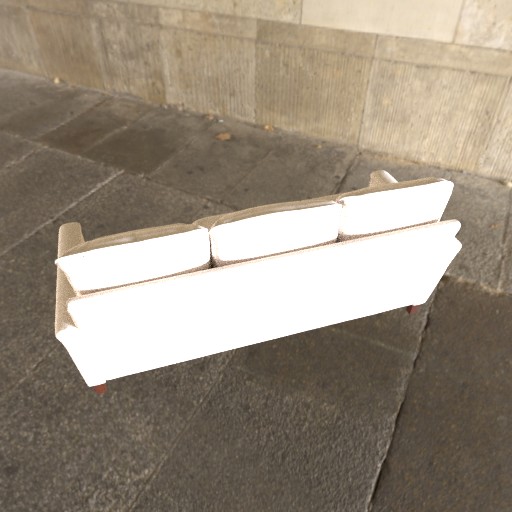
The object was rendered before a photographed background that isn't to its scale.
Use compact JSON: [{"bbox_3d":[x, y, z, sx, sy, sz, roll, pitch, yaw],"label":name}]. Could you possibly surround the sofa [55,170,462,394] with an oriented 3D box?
[{"bbox_3d":[0.000,0.000,2.350,1.925,0.961,0.828,-11,42,-13],"label":"sofa"}]
